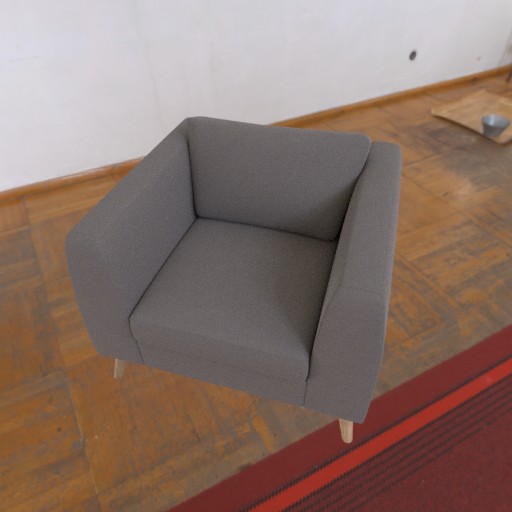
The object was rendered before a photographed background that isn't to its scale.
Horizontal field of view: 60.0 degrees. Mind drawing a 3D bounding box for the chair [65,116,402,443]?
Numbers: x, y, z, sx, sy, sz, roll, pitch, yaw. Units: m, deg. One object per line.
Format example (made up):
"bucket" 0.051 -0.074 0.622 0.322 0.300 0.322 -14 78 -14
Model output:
"chair" 0.000 0.000 1.707 1.000 0.860 0.930 11 42 13
